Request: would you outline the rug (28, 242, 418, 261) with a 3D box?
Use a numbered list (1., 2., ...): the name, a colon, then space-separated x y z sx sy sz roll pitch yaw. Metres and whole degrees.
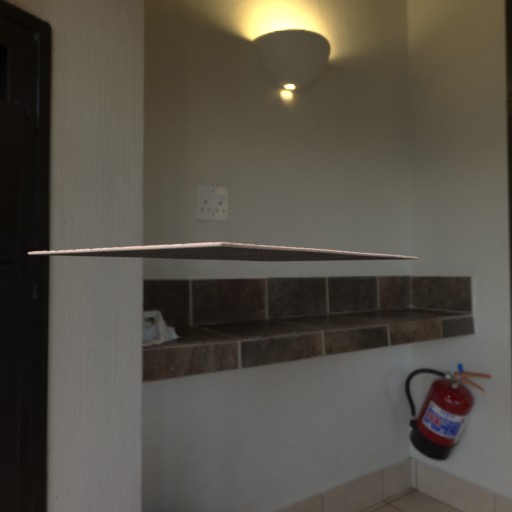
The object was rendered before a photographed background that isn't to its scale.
1. rug: 0.000 0.000 3.129 1.521 0.023 2.464 -1 -2 37
